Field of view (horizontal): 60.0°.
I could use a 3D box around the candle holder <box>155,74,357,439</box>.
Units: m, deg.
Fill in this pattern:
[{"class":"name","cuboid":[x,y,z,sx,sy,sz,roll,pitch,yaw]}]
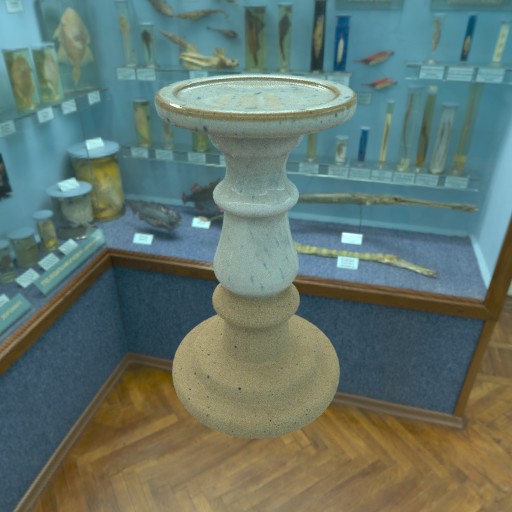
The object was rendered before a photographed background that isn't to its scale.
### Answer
[{"class":"candle holder","cuboid":[0.000,0.000,0.282,0.123,0.202,0.123,0,31,0]}]
